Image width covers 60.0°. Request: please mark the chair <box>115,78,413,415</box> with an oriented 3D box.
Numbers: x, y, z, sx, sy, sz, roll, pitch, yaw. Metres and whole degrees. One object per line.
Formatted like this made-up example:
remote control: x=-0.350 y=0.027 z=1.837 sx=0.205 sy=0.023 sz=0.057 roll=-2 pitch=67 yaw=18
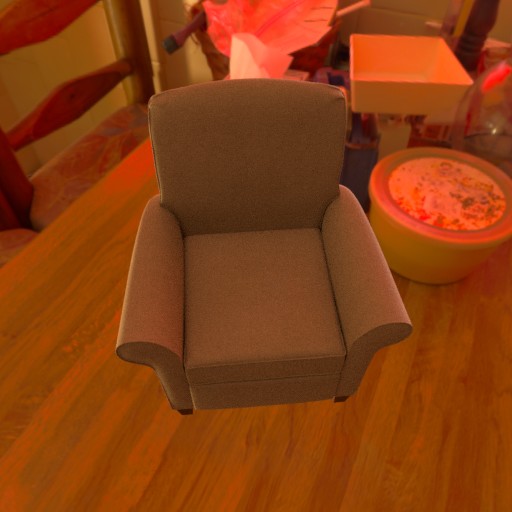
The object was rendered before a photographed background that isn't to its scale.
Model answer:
chair: x=0.000 y=0.000 z=1.780 sx=0.978 sy=1.061 sz=0.905 roll=-4 pitch=49 yaw=-3
